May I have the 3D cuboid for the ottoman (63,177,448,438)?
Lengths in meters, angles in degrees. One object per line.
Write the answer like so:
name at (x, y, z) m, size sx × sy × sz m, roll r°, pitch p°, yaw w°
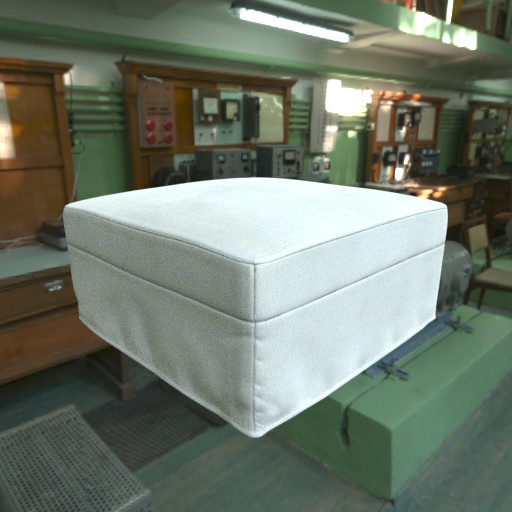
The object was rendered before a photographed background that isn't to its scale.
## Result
ottoman at (0.000, 0.000, 1.361) m, size 0.843 × 0.441 × 0.842 m, roll -16°, pitch 23°, yaw -43°
